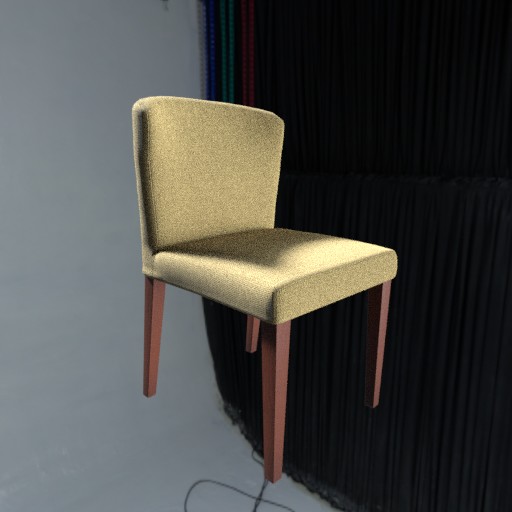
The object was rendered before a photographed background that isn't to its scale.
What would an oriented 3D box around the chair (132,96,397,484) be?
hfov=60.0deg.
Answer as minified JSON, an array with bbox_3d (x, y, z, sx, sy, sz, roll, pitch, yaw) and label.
[{"bbox_3d":[0.000,0.000,1.181,0.589,0.839,0.491,13,18,43],"label":"chair"}]
